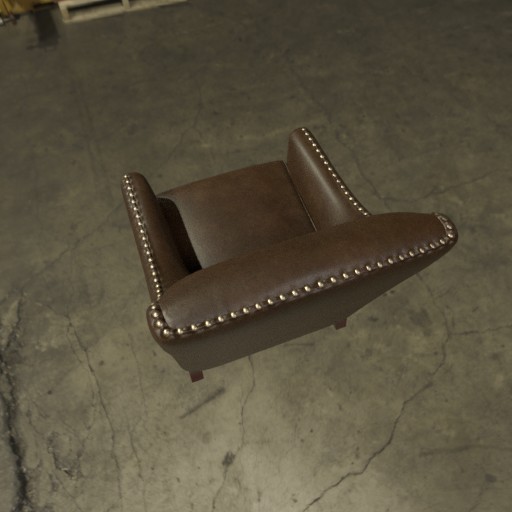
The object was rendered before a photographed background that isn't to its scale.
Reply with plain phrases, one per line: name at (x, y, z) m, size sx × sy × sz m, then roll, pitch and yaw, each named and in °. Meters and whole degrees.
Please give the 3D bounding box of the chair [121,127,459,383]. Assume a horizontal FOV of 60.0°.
chair at (0.000, 0.000, 1.310) m, size 0.639 × 0.813 × 0.704 m, roll -18°, pitch 59°, yaw -11°
